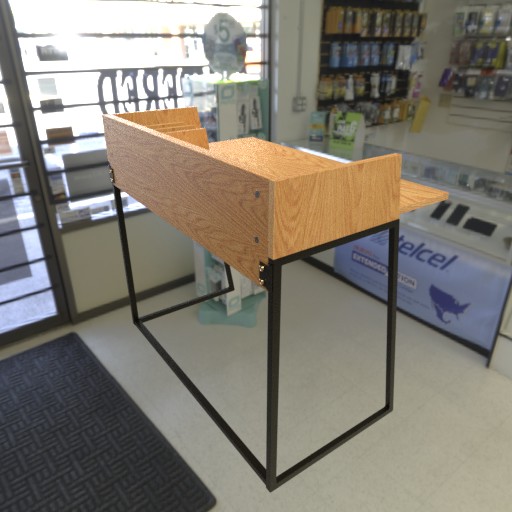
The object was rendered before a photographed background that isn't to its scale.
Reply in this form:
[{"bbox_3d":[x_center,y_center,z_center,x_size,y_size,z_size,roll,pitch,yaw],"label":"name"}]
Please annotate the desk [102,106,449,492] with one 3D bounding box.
[{"bbox_3d":[0.000,0.000,1.856,0.769,1.061,1.191,-17,31,-31],"label":"desk"}]
